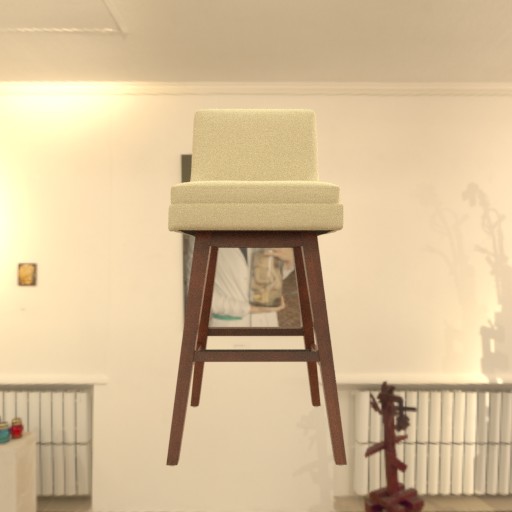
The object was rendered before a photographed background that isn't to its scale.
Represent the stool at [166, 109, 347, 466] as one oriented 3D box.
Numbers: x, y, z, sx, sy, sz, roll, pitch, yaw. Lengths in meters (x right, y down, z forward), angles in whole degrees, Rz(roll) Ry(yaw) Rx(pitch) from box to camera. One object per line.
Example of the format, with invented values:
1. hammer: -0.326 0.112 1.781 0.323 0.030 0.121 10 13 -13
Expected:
1. stool: 0.000 0.000 1.410 0.470 1.097 0.559 0 0 0
